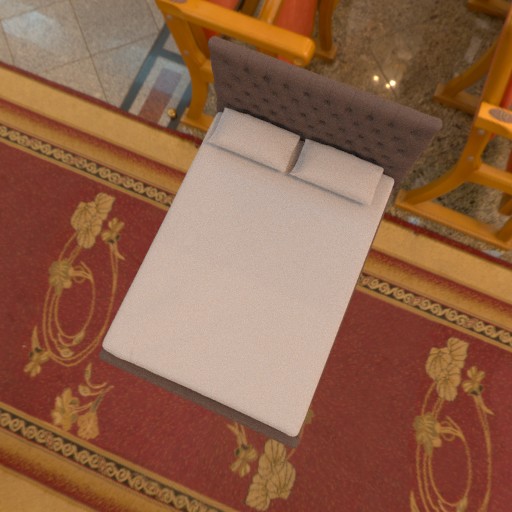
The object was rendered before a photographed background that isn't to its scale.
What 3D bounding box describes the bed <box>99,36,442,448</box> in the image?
[{"bbox_3d":[0.000,0.000,3.398,1.698,1.427,2.387,23,77,6],"label":"bed"}]
